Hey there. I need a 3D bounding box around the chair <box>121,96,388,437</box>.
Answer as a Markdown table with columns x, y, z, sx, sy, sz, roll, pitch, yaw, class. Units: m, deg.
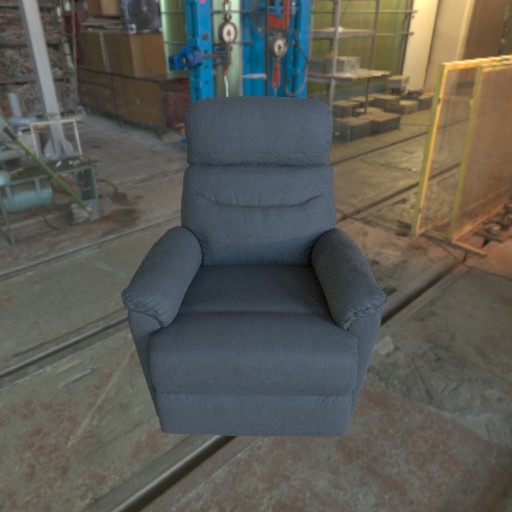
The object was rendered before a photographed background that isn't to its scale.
| x | y | z | sx | sy | sz | roll | pitch | yaw | class |
| --- | --- | --- | --- | --- | --- | --- | --- | --- | --- |
| 0.000 | 0.000 | 1.705 | 0.820 | 1.037 | 1.004 | 1 | 29 | 1 | chair |
